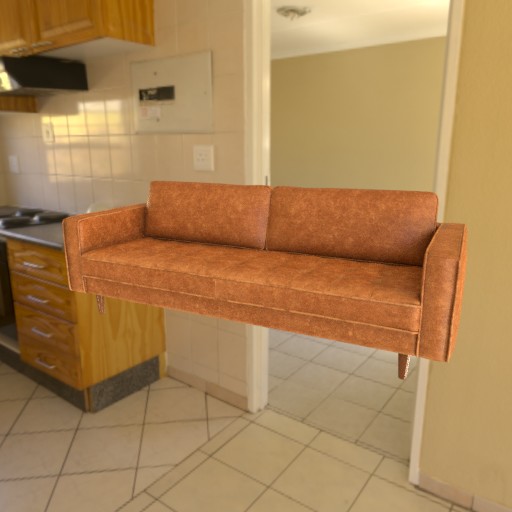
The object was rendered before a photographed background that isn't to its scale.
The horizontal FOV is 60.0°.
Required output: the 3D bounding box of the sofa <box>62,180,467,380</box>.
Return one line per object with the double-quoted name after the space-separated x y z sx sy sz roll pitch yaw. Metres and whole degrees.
0.000 0.000 2.568 2.199 0.779 0.886 7 15 25 "sofa"
